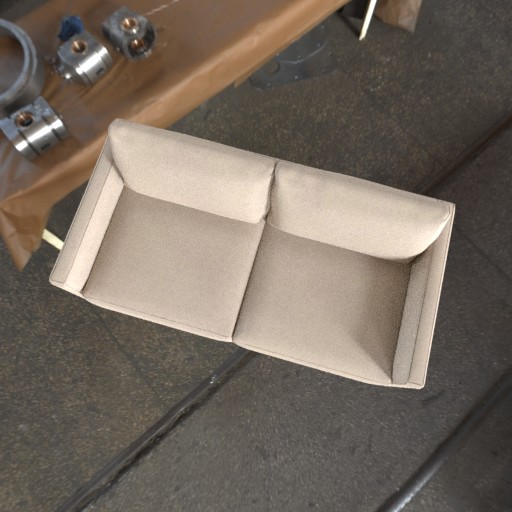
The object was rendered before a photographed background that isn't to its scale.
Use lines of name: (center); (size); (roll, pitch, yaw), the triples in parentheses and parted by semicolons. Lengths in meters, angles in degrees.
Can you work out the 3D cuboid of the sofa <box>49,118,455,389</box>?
sofa: (0.000, 0.000, 2.161); (1.682, 0.840, 0.875); (15, 75, 4)
